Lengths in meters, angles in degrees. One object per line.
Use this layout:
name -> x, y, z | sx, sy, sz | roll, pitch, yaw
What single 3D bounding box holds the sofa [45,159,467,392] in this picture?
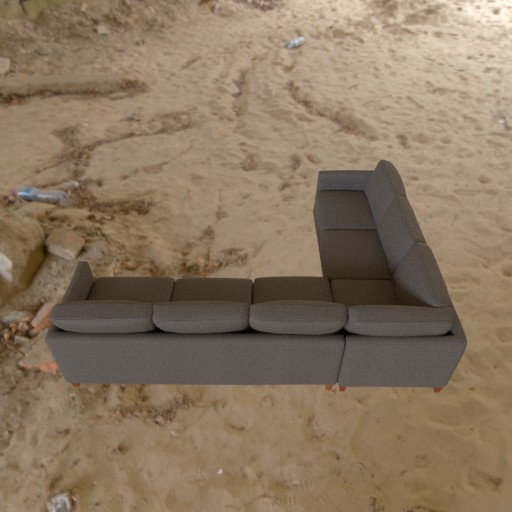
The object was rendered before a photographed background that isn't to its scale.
sofa -> 0.000, 0.000, 4.492 | 3.302, 0.947, 2.593 | 0, 42, 1
